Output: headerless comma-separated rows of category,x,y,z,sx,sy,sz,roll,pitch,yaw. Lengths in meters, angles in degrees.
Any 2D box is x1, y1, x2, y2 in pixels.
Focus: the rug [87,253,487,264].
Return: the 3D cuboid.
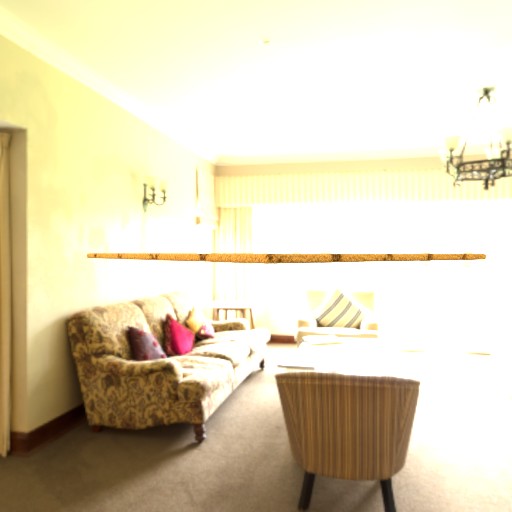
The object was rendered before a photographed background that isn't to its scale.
rug,0.000,0.000,2.296,1.219,0.030,1.778,0,1,-36
